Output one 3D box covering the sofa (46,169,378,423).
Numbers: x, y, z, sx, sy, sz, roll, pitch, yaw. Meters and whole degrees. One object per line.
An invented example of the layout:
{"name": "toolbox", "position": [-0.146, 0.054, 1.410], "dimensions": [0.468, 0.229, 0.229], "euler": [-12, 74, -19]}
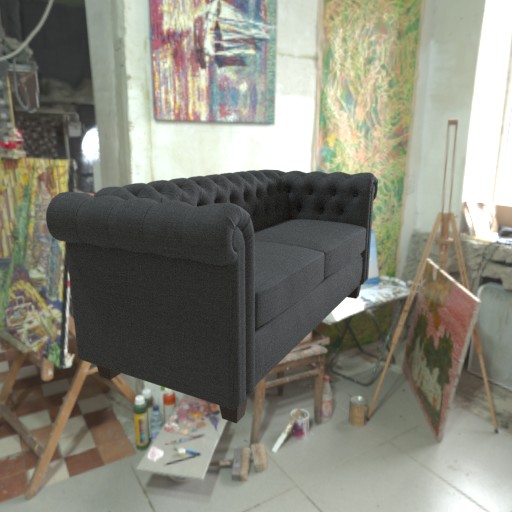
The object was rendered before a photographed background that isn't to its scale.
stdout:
{"name": "sofa", "position": [0.000, 0.000, 2.267], "dimensions": [0.783, 0.797, 1.798], "euler": [8, 16, 28]}
